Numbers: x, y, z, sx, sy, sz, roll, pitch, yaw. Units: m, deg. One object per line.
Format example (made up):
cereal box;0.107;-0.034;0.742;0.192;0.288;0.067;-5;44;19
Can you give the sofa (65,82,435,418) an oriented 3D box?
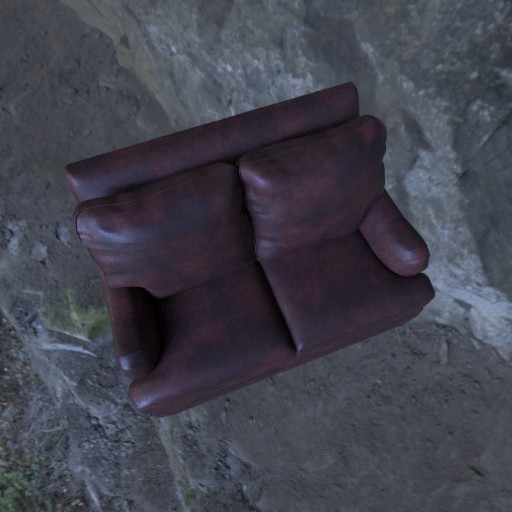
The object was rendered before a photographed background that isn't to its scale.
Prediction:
sofa;0.000;0.000;2.370;1.628;1.070;1.148;-19;66;-9
